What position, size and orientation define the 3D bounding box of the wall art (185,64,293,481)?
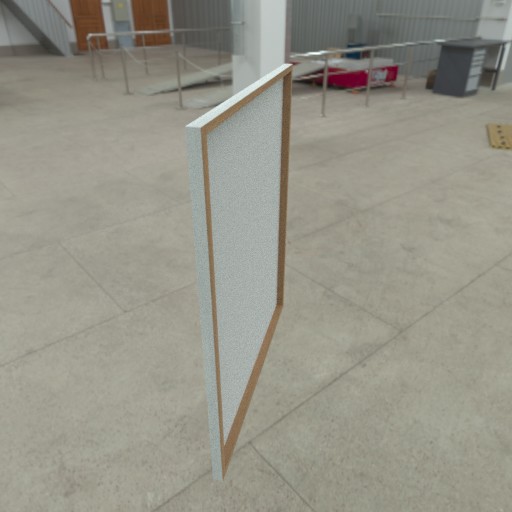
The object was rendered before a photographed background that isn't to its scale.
[{"bbox_3d":[0.000,0.000,0.975,0.021,0.710,0.609,8,31,13],"label":"wall art"}]
